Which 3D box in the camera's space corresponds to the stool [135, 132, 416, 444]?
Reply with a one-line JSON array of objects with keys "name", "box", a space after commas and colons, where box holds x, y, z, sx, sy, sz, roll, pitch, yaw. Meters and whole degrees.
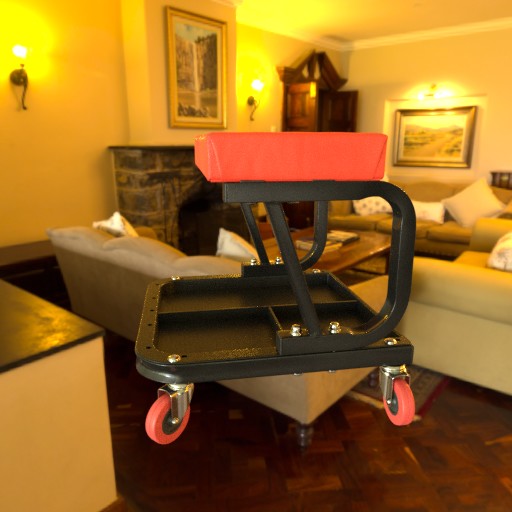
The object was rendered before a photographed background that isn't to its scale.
[{"name": "stool", "box": [0.000, 0.000, 0.715, 0.371, 0.380, 0.446, -2, 15, -9]}]
